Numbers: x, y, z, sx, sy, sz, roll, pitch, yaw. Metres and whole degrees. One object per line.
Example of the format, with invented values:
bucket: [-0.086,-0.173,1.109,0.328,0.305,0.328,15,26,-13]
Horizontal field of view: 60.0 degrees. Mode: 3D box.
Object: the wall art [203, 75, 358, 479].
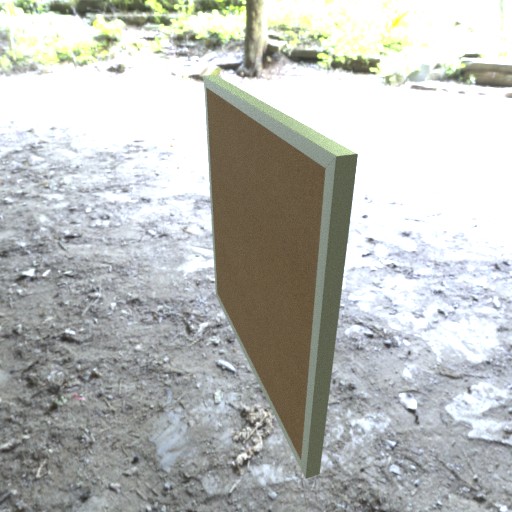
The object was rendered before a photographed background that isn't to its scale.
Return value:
wall art: [0.000,0.000,1.135,0.036,0.760,0.760,-11,32,-17]
